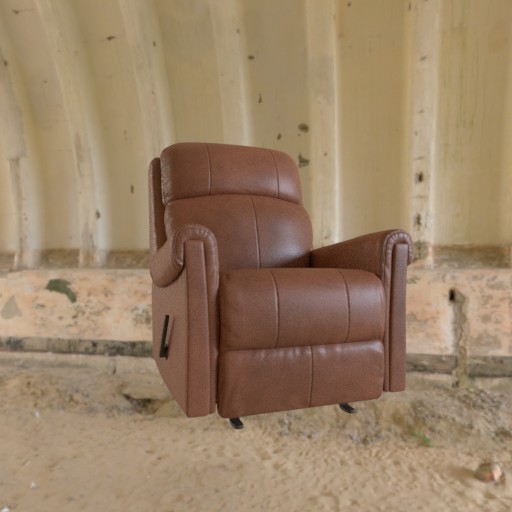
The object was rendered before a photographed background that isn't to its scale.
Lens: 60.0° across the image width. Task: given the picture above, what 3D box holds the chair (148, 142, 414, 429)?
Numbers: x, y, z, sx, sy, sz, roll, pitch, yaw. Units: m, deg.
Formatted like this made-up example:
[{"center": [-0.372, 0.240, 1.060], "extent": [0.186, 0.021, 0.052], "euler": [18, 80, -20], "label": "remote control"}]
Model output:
[{"center": [0.000, 0.000, 1.809], "extent": [0.838, 1.054, 1.014], "euler": [0, 0, -20], "label": "chair"}]
